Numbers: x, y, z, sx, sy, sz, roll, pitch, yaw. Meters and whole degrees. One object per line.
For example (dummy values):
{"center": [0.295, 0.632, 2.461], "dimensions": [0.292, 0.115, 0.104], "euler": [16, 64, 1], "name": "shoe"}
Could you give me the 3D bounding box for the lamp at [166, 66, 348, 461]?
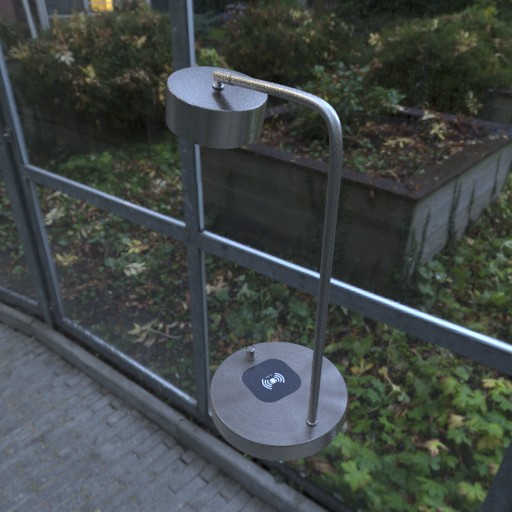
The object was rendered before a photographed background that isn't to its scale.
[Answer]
{"center": [0.000, 0.000, 0.625], "dimensions": [0.211, 0.469, 0.334], "euler": [-19, 35, -29], "name": "lamp"}
